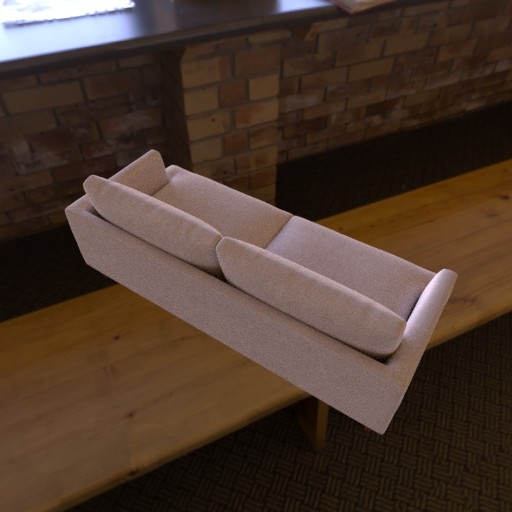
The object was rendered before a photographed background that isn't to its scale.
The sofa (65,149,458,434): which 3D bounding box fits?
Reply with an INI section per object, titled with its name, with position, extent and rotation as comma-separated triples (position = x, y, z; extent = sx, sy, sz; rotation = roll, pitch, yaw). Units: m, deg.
[sofa]
position = 0.000, 0.000, 2.811
extent = 2.250, 0.868, 1.020
rotation = 25, 51, 22
